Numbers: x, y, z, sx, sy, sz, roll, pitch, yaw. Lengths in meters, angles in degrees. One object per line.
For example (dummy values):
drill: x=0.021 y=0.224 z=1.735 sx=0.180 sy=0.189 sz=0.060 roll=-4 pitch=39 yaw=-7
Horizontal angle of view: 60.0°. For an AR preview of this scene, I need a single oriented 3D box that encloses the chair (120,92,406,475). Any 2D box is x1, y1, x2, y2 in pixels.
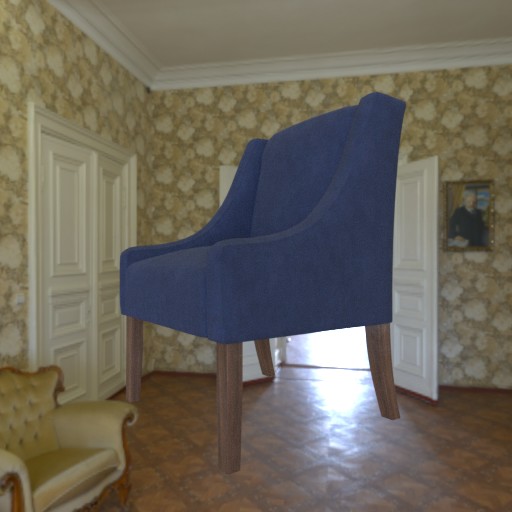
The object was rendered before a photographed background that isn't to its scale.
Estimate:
chair: x=0.000 y=0.000 z=1.312 sx=0.629 sy=0.895 sz=0.629 roll=0 pitch=-1 yaw=-35
